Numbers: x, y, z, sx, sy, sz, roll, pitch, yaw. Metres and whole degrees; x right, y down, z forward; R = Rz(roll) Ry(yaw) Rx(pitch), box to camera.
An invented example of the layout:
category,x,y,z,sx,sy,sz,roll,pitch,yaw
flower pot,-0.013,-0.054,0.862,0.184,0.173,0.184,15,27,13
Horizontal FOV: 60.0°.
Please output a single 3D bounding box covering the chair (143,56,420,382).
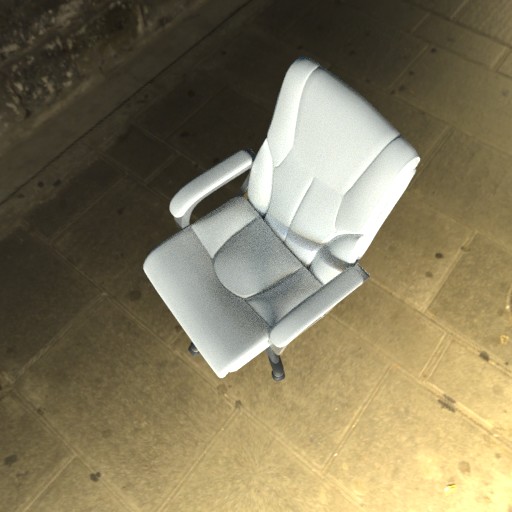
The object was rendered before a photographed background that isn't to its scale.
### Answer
category,x,y,z,sx,sy,sz,roll,pitch,yaw
chair,0.000,0.000,1.605,0.738,1.120,0.687,-34,69,-15
